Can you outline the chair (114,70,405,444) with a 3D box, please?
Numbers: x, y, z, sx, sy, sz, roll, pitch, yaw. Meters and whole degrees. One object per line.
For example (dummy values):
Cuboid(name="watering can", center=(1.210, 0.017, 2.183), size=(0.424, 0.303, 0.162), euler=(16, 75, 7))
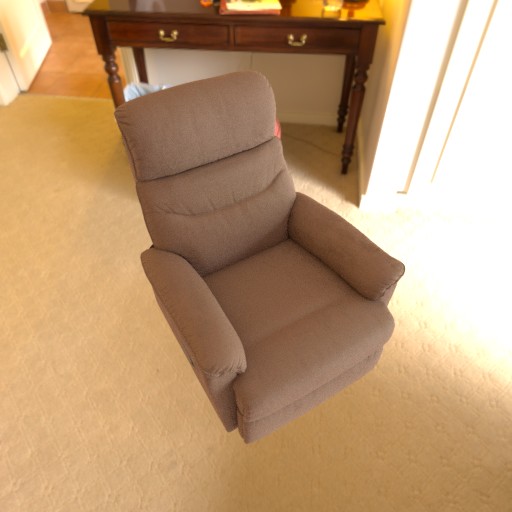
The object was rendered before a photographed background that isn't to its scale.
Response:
Cuboid(name="chair", center=(0.000, 0.000, 1.717), size=(0.820, 1.037, 1.004), euler=(-24, 51, -21))
